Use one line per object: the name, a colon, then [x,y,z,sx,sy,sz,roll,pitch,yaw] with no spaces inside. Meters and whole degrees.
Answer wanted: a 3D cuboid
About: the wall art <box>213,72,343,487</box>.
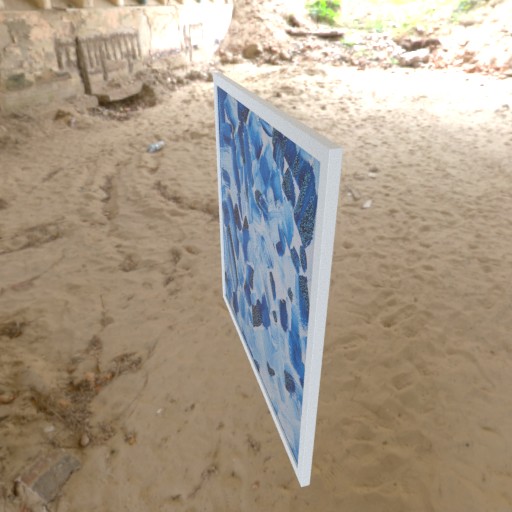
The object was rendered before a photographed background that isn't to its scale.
wall art: [0.000,0.000,0.668,0.012,0.457,0.457,-9,31,-14]
